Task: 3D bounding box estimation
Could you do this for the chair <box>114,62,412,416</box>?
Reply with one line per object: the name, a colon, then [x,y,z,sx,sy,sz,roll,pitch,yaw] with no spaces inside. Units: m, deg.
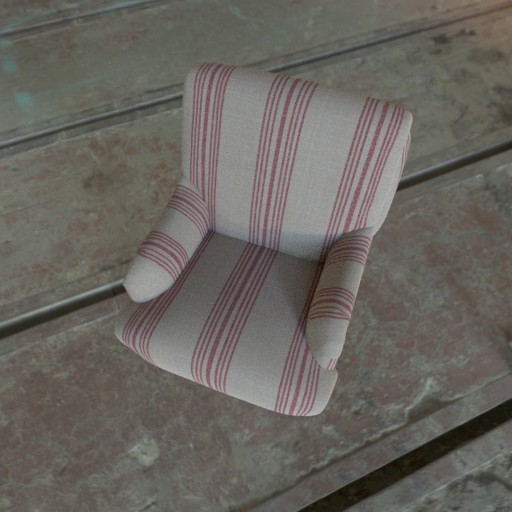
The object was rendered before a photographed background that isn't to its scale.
chair: [0.000,0.000,1.872,0.933,1.123,1.058,17,59,11]
